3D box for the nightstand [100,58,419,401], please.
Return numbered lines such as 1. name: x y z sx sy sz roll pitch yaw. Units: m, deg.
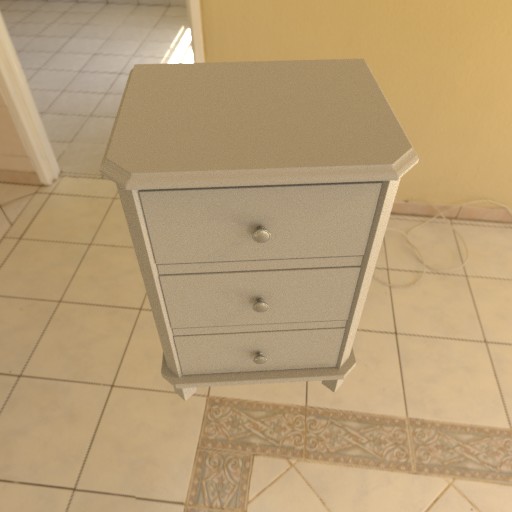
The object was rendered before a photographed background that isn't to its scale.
1. nightstand: 0.000 0.000 0.948 0.450 0.680 0.350 -2 46 -2
